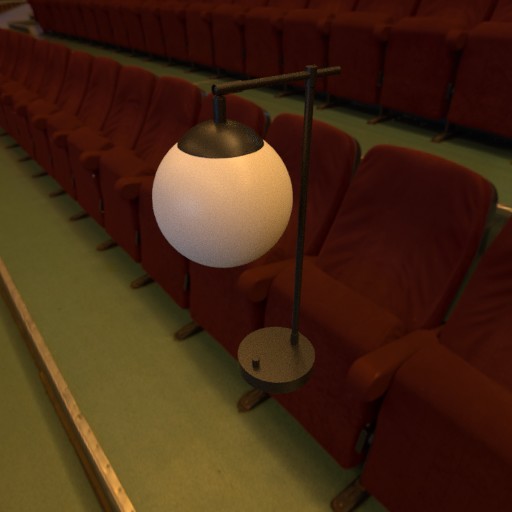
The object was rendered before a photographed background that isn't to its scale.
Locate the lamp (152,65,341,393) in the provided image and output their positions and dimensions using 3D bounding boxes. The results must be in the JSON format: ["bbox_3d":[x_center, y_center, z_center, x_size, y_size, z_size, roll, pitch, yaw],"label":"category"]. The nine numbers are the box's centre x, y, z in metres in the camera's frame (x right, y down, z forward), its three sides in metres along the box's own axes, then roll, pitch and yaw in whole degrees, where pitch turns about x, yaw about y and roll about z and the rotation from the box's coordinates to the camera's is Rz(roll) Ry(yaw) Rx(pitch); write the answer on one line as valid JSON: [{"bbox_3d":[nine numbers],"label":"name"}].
[{"bbox_3d":[0.000,0.000,0.726,0.316,0.559,0.197,-23,39,-32],"label":"lamp"}]
